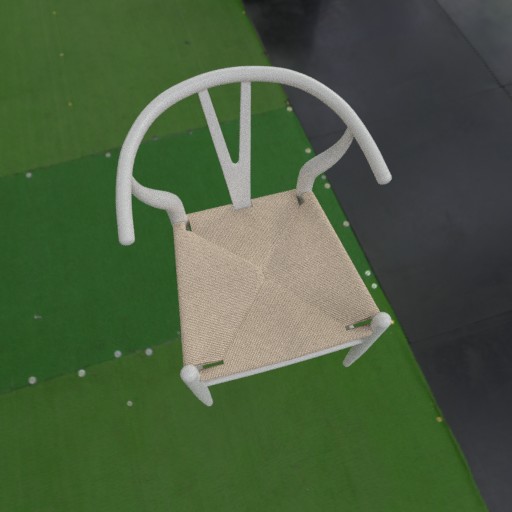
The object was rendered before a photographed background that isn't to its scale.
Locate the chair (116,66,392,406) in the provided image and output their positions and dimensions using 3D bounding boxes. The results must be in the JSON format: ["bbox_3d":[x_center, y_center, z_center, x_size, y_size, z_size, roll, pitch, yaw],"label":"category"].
[{"bbox_3d":[0.000,0.000,1.164,0.569,0.730,0.579,-14,65,-7],"label":"chair"}]
